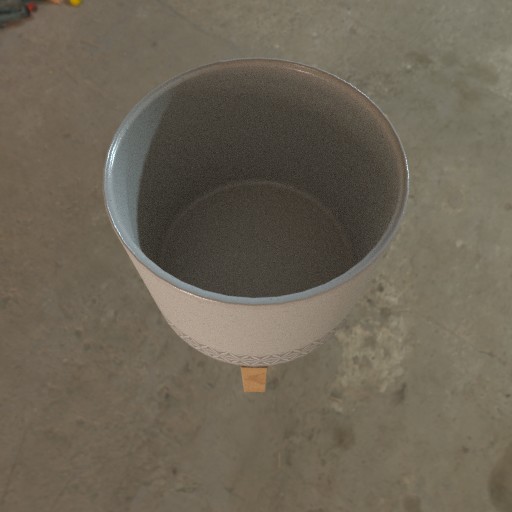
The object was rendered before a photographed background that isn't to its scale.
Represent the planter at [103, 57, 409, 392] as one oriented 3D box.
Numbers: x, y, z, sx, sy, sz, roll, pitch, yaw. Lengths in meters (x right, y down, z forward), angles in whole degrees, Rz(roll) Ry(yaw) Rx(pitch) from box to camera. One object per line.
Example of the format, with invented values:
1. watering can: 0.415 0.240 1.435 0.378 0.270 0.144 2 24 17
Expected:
1. planter: 0.000 0.000 0.268 0.130 0.178 0.130 0 63 0
